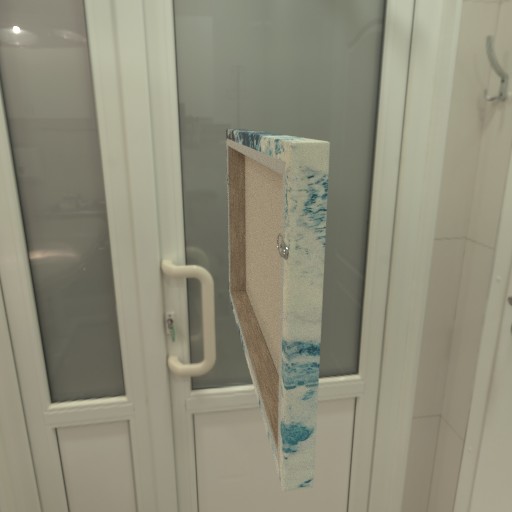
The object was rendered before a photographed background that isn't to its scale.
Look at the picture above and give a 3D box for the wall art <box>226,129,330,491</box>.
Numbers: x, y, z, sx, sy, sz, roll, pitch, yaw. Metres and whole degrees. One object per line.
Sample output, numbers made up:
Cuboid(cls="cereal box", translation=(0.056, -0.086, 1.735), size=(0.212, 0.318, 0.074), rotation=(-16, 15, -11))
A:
Cuboid(cls="wall art", translation=(0.000, 0.000, 0.759), size=(0.043, 0.407, 0.609), rotation=(-3, 17, -9))
